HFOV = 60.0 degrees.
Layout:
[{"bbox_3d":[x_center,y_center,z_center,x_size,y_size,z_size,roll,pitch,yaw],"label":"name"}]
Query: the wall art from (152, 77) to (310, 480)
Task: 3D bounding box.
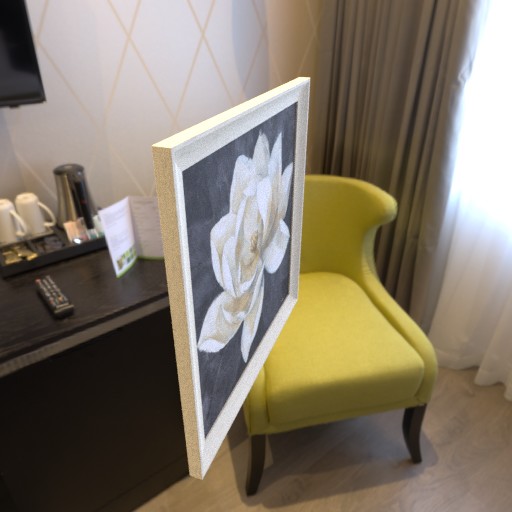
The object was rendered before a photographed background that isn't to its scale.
[{"bbox_3d":[0.000,0.000,1.513,0.045,1.016,1.016,11,31,18],"label":"wall art"}]
